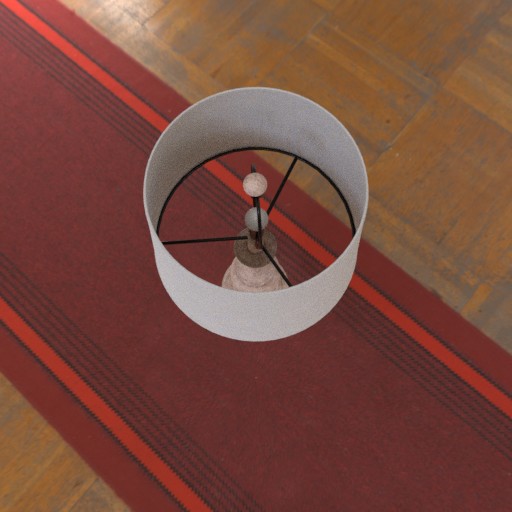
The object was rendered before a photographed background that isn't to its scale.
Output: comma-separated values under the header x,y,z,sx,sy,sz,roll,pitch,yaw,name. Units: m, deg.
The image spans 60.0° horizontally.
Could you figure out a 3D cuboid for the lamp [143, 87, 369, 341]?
x,y,z,sx,sy,sz,roll,pitch,yaw,name
0.000,0.000,0.850,0.340,0.678,0.340,0,75,0,lamp
